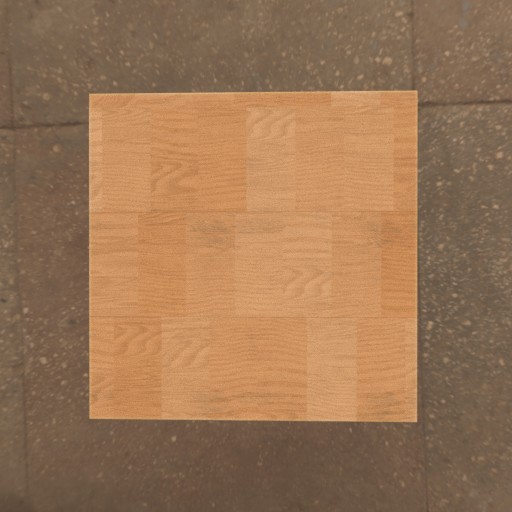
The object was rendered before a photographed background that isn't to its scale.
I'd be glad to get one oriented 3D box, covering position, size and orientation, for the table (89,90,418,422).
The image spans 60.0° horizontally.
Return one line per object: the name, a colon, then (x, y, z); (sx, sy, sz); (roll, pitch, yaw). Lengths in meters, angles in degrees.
table: (0.000, 0.000, 1.376); (0.747, 0.738, 0.747); (0, 90, 2)
